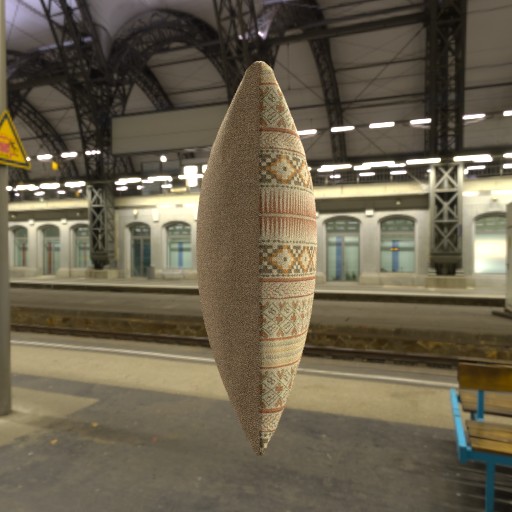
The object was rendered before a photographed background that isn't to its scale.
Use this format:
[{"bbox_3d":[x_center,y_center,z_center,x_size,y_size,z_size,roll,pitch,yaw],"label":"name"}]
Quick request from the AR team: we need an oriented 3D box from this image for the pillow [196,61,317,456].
[{"bbox_3d":[0.000,0.000,0.825,0.215,0.519,0.521,0,0,-1],"label":"pillow"}]
